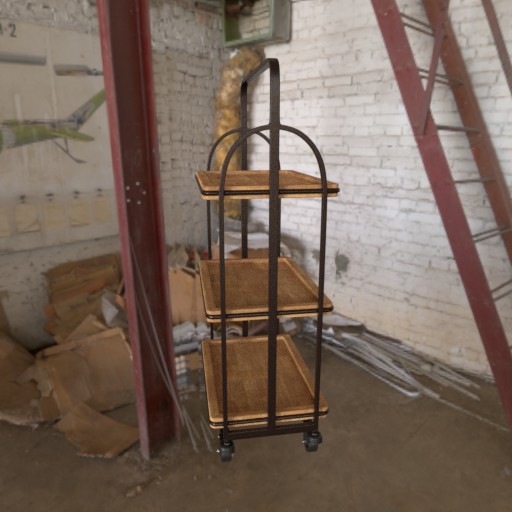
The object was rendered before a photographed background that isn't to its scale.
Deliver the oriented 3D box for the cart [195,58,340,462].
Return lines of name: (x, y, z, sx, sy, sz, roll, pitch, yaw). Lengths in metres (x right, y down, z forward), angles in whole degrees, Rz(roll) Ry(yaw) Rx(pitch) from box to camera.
cart: (0.000, 0.000, 1.290, 0.327, 1.001, 0.553, -2, 15, -9)
